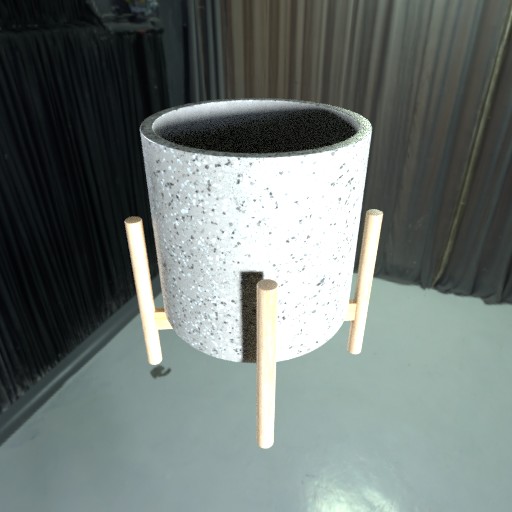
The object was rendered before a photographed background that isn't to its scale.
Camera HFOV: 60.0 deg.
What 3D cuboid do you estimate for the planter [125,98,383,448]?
[{"bbox_3d":[0.000,0.000,0.700,0.360,0.419,0.360,10,32,16],"label":"planter"}]
